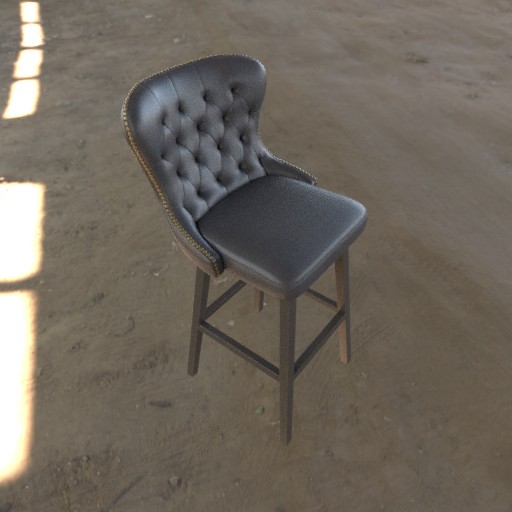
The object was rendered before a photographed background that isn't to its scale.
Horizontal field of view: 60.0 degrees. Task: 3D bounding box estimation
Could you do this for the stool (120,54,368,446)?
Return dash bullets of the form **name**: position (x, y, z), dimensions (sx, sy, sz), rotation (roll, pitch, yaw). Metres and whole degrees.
- **stool**: position (0.000, 0.000, 1.402), dimensions (0.601, 1.050, 0.528), rotation (27, 47, 28)
